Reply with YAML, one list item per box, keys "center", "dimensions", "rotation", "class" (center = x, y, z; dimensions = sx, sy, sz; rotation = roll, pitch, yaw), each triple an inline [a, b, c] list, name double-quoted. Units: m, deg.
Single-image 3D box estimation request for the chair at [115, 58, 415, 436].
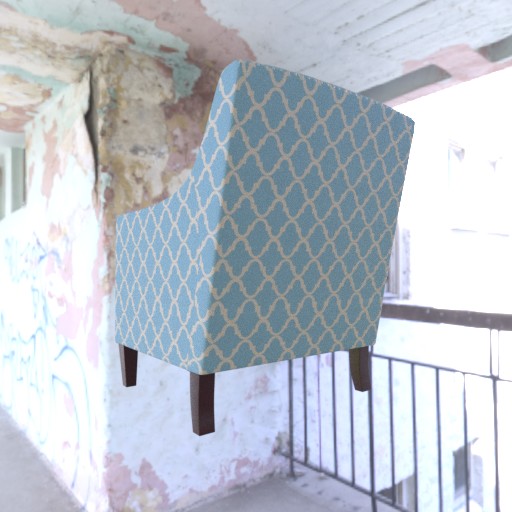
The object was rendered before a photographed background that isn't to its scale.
- center: [0.000, 0.000, 1.326]
  dimensions: [0.617, 0.817, 0.686]
  rotation: [1, -1, -37]
  class: "chair"
